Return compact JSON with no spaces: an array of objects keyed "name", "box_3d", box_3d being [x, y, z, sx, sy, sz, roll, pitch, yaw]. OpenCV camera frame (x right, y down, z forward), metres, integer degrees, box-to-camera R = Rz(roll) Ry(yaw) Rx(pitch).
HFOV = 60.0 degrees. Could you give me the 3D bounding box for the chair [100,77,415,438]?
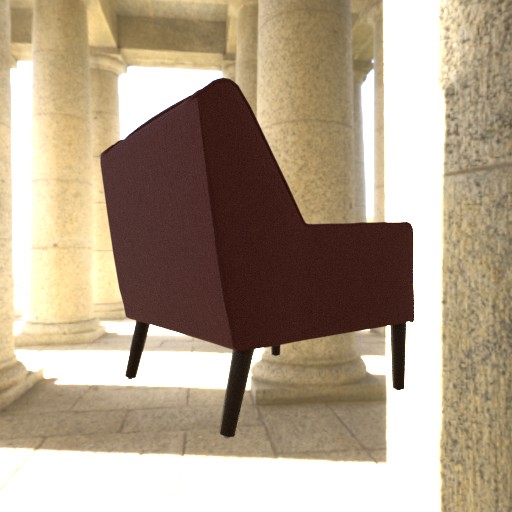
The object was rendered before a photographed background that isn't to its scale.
[{"name":"chair","box_3d":[0.000,0.000,1.391,0.770,0.812,0.680,0,-1,-36]}]
